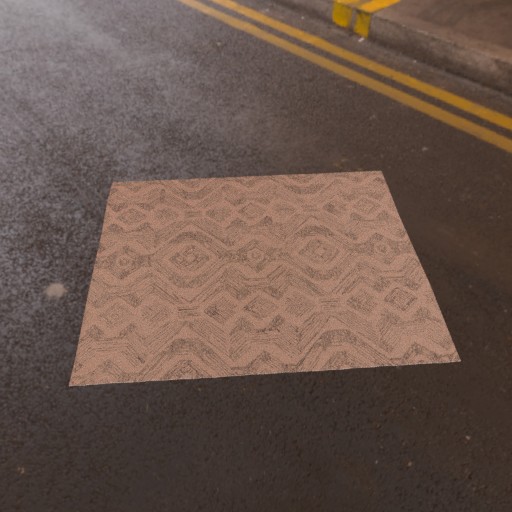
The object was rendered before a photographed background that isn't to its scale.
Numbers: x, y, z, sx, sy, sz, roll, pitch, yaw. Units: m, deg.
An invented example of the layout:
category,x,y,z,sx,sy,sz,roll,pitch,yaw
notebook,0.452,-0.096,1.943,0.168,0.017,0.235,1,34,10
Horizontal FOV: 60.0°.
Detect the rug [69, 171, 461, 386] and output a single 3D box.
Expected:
category,x,y,z,sx,sy,sz,roll,pitch,yaw
rug,0.000,0.000,4.202,3.054,0.030,2.430,-3,48,-3
